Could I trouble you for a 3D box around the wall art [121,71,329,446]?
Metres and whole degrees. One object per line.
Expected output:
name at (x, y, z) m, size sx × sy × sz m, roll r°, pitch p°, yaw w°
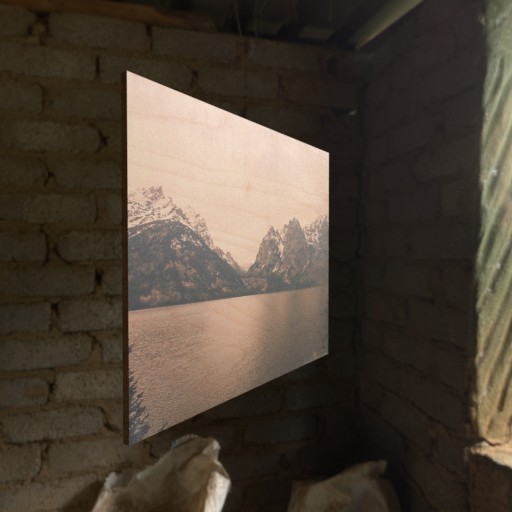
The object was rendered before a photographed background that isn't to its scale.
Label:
wall art at (0.000, 0.000, 0.694) m, size 0.010 × 0.408 × 0.508 m, roll 1°, pitch 1°, yaw 34°
